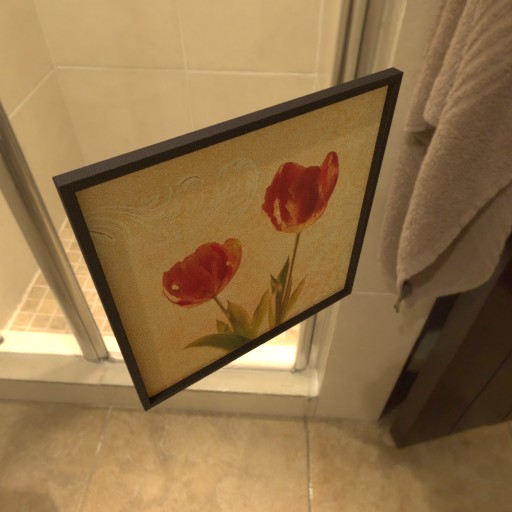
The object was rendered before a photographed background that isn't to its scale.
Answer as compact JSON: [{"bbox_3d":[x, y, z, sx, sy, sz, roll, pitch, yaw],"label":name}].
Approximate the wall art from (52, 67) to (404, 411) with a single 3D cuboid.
[{"bbox_3d":[0.000,0.000,1.178,0.805,0.807,0.043,-25,51,-23],"label":"wall art"}]
